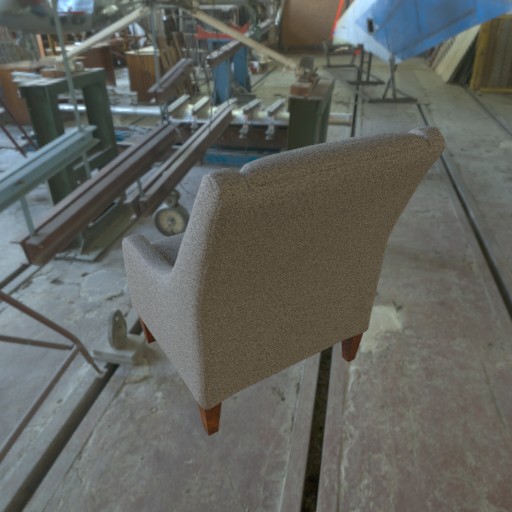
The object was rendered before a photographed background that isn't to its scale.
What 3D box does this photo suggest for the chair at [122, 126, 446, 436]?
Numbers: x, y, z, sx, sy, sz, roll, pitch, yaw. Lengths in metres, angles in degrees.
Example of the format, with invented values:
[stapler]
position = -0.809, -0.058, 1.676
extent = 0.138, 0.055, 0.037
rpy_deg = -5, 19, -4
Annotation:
[chair]
position = 0.000, 0.000, 1.636
extent = 0.774, 1.016, 0.870
rpy_deg = -18, 35, -28
